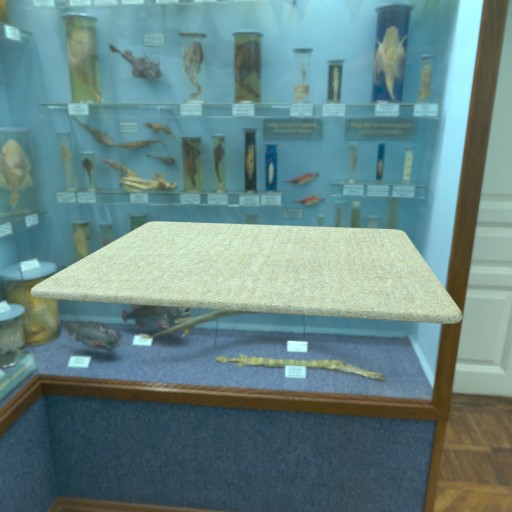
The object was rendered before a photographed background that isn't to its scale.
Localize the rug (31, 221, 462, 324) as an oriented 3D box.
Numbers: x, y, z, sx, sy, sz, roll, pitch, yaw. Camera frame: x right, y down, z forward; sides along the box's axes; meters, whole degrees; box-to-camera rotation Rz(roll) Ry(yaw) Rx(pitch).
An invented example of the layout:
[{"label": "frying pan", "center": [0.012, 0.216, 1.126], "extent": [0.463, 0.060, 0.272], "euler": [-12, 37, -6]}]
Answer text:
[{"label": "rug", "center": [0.000, 0.000, 3.437], "extent": [2.528, 0.048, 2.009], "euler": [3, 17, 8]}]
